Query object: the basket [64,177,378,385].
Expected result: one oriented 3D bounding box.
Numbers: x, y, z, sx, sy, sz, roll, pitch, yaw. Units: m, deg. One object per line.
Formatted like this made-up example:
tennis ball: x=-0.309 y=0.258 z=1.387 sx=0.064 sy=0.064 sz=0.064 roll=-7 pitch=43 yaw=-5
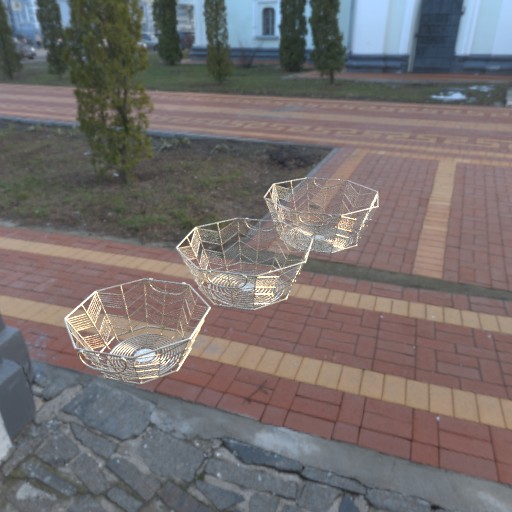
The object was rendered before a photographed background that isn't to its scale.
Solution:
basket: x=0.000 y=0.000 z=1.365 sx=0.432 sy=0.178 sz=1.246 roll=18 pitch=32 yaw=32
